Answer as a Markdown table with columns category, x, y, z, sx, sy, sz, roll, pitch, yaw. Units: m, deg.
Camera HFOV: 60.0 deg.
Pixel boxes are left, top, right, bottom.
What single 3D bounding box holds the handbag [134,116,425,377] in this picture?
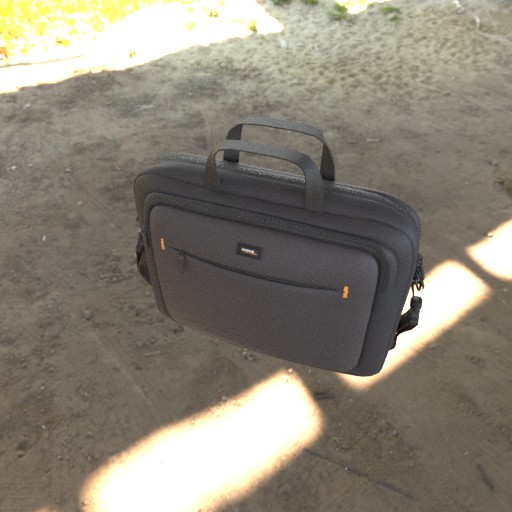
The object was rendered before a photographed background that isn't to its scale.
| category | x | y | z | sx | sy | sz | roll | pitch | yaw |
| --- | --- | --- | --- | --- | --- | --- | --- | --- | --- |
| handbag | 0.000 | 0.000 | 0.573 | 0.429 | 0.330 | 0.126 | 14 | 43 | 15 |
